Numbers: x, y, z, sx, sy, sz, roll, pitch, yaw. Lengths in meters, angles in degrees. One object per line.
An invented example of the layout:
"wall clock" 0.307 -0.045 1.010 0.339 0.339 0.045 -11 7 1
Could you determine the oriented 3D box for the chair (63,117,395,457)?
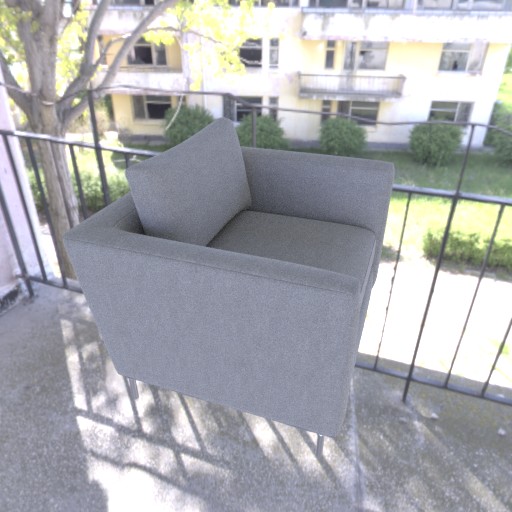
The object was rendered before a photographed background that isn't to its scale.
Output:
"chair" 0.000 0.000 1.708 0.889 0.864 1.041 10 32 17
